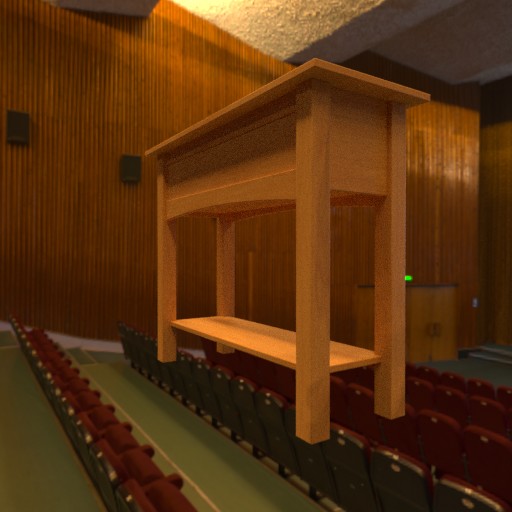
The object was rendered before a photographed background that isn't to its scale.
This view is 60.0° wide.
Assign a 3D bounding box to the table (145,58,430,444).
[{"bbox_3d":[0.000,0.000,1.276,0.340,0.728,0.900,0,1,-33],"label":"table"}]
